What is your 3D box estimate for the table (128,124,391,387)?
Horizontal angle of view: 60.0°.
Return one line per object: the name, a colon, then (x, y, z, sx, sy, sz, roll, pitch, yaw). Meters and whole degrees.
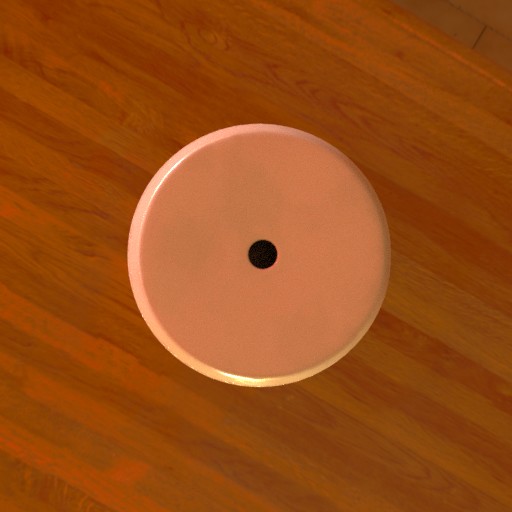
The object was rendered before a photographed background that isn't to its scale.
table: (0.000, 0.000, 0.602, 0.309, 0.397, 0.309, 0, 90, -2)
